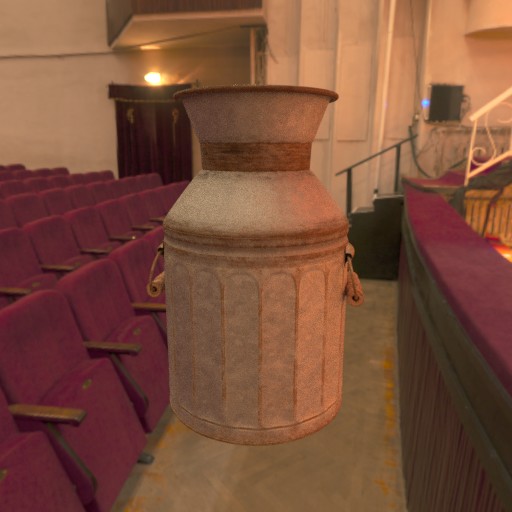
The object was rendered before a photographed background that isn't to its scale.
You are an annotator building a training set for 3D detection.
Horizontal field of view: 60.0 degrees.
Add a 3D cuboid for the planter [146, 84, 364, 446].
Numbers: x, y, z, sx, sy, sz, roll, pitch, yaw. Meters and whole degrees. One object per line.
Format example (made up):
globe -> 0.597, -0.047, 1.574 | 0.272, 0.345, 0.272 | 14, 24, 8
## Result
planter -> 0.000, 0.000, 0.522 | 0.248, 0.358, 0.215 | 2, 14, 8
